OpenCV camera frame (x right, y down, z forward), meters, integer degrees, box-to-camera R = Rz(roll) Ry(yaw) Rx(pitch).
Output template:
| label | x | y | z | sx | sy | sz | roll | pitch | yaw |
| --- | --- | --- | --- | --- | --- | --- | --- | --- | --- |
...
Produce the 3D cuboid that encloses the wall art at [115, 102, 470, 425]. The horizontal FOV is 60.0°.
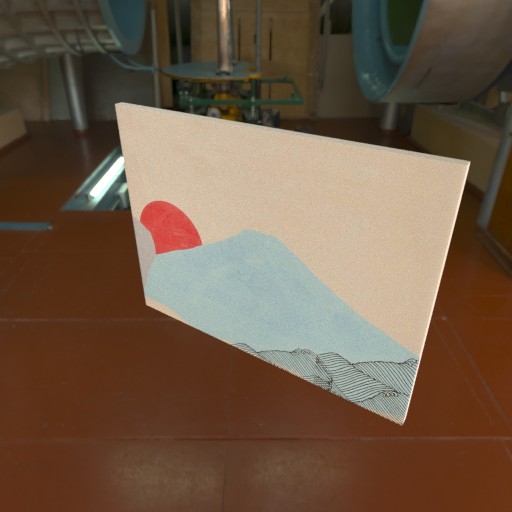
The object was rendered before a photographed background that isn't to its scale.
| label | x | y | z | sx | sy | sz | roll | pitch | yaw |
| --- | --- | --- | --- | --- | --- | --- | --- | --- | --- |
| wall art | 0.000 | 0.000 | 1.576 | 1.219 | 0.912 | 0.042 | 19 | 35 | 29 |
